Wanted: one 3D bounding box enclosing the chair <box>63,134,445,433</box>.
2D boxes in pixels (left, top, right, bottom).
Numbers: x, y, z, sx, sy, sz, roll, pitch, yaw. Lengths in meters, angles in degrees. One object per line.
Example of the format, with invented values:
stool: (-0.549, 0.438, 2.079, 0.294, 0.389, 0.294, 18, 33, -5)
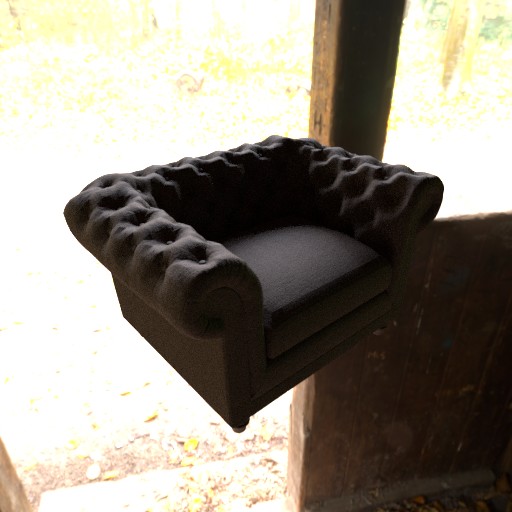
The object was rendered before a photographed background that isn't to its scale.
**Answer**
chair: (0.000, 0.000, 1.915, 1.298, 0.780, 0.945, -23, 37, -35)
